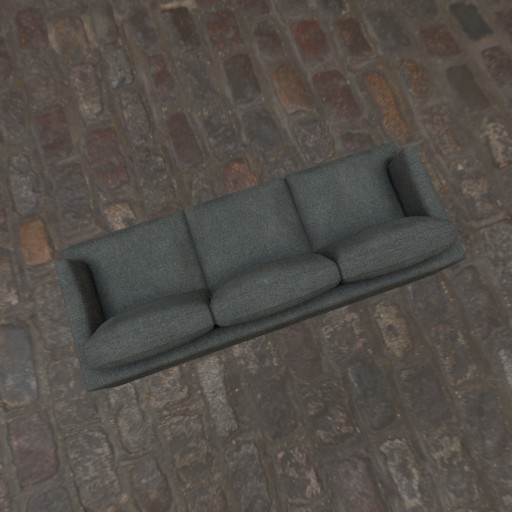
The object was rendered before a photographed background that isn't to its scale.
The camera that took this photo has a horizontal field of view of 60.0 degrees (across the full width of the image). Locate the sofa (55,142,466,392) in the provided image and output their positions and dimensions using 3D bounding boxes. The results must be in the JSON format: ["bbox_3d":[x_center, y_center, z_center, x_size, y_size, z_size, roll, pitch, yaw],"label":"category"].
[{"bbox_3d":[0.000,0.000,2.713,2.246,0.930,0.903,-19,77,-4],"label":"sofa"}]
